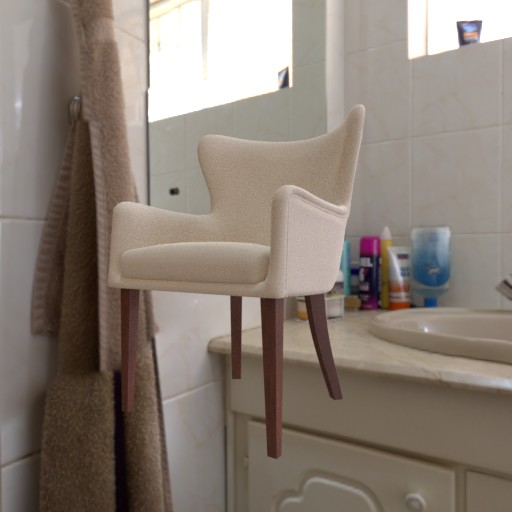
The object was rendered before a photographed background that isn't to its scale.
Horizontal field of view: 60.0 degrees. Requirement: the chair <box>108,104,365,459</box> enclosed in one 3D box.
[{"bbox_3d":[0.000,0.000,1.521,0.696,0.990,0.744,0,0,35],"label":"chair"}]
